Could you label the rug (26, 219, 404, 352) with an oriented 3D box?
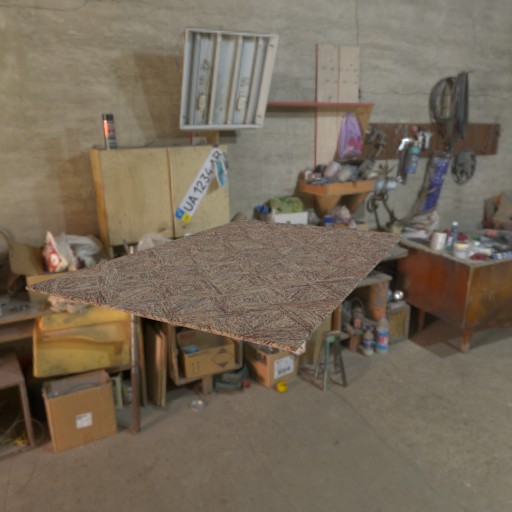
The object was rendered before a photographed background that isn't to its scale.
[{"bbox_3d":[0.000,0.000,2.951,1.523,0.019,2.285,8,17,27],"label":"rug"}]
